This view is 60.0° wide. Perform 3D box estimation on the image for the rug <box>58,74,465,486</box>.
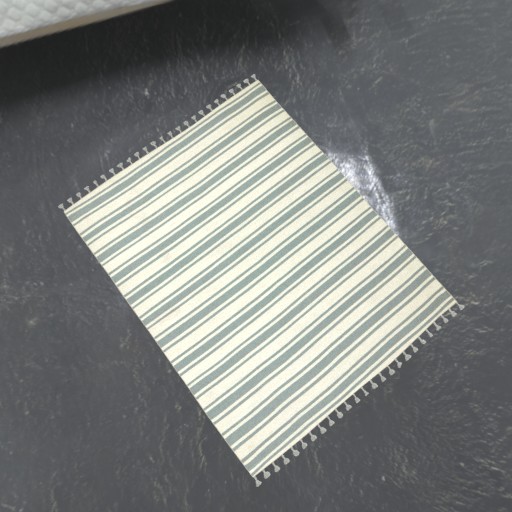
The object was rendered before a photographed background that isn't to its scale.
[{"bbox_3d":[0.000,0.000,4.205,2.439,0.005,3.201,-37,78,-9],"label":"rug"}]
